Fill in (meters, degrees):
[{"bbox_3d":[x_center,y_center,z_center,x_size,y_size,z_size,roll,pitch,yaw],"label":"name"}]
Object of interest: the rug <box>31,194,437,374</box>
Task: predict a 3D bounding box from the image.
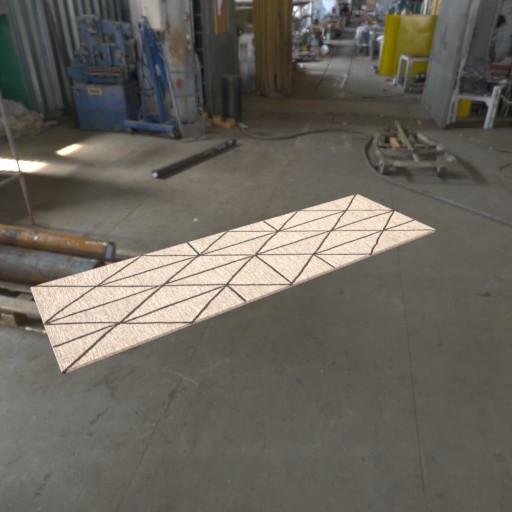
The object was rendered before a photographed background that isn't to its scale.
[{"bbox_3d":[0.000,0.000,2.713,2.438,0.012,0.762,-18,35,-28],"label":"rug"}]
